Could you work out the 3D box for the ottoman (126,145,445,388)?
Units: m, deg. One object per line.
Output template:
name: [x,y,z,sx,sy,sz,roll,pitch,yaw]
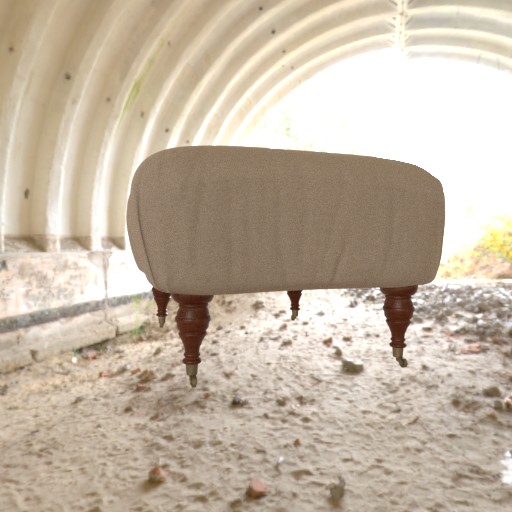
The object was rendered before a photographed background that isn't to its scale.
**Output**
ottoman: [0.000,0.000,1.124,0.622,0.450,0.746,0,1,-17]
